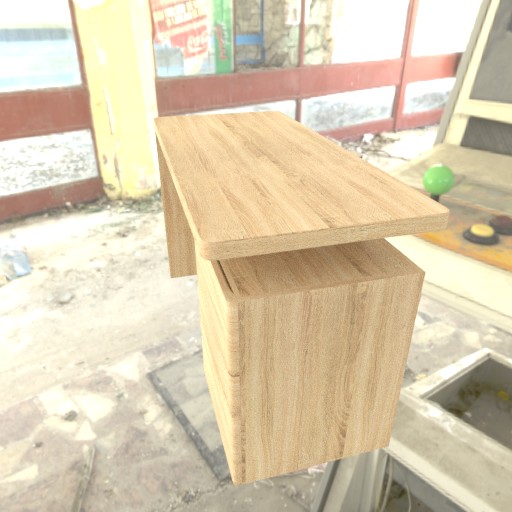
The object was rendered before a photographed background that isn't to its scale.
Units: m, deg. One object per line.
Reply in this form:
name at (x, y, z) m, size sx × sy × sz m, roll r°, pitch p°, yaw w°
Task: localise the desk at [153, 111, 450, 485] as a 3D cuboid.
desk at (0.000, 0.000, 1.574) m, size 0.550 × 0.760 × 1.200 m, roll -8°, pitch 29°, yaw -14°
